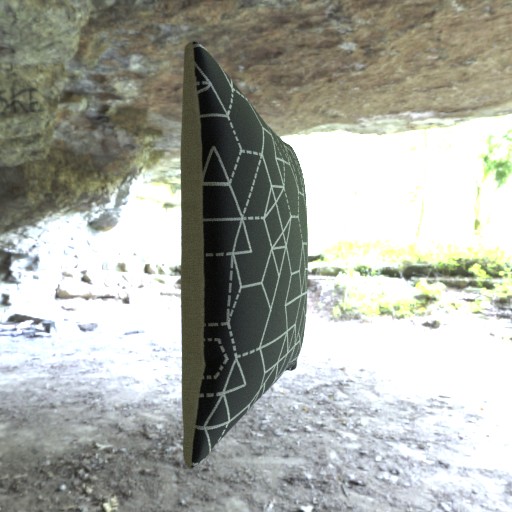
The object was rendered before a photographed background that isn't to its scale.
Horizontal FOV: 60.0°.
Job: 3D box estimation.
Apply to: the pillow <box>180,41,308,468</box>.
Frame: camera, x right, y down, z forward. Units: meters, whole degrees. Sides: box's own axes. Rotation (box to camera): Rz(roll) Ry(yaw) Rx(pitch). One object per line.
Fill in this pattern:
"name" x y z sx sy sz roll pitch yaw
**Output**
"pillow" 0.000 0.000 0.769 0.158 0.508 0.517 0 -1 18
